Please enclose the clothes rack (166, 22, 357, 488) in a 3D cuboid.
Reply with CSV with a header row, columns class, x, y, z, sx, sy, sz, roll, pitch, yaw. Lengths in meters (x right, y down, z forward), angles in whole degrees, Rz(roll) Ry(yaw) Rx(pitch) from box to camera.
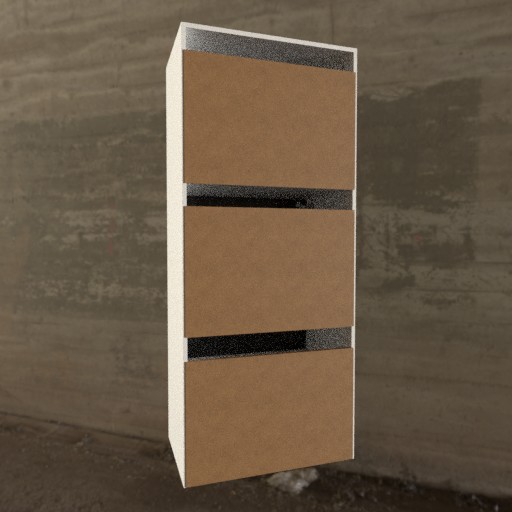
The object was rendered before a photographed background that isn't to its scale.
class,x,y,z,sx,sy,sz,roll,pitch,yaw
clothes rack,0.000,0.000,1.360,0.500,1.187,0.330,-1,2,-18
